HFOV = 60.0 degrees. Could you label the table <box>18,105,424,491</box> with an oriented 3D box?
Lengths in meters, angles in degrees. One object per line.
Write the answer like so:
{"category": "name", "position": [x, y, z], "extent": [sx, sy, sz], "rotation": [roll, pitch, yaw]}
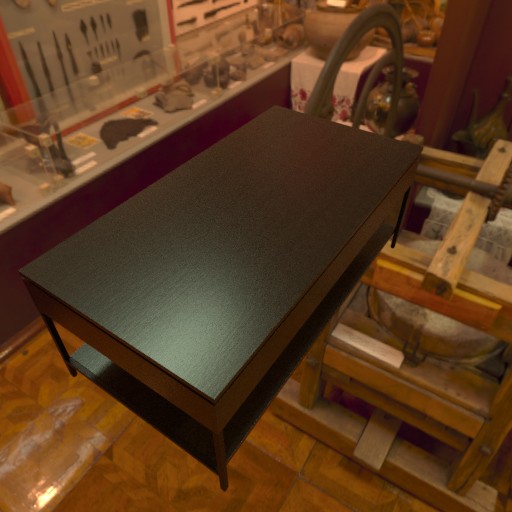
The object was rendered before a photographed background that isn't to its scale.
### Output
{"category": "table", "position": [0.000, 0.000, 1.376], "extent": [0.574, 0.435, 1.095], "rotation": [25, 48, 25]}
